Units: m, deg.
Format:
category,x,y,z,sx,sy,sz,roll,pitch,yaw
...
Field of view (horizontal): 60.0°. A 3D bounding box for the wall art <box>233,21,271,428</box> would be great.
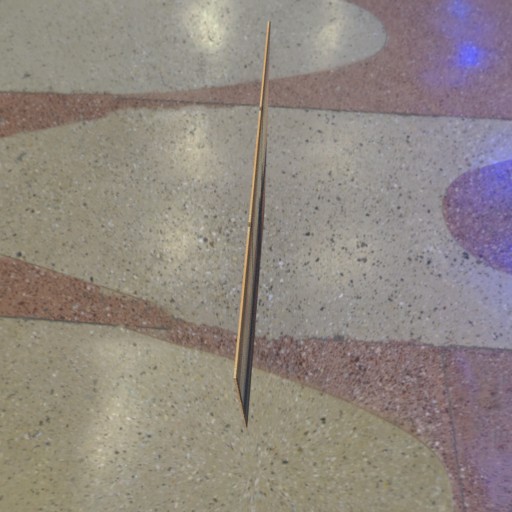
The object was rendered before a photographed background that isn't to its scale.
category,x,y,z,sx,sy,sz,roll,pitch,yaw
wall art,0.000,0.000,2.270,0.013,1.525,1.520,4,64,2
